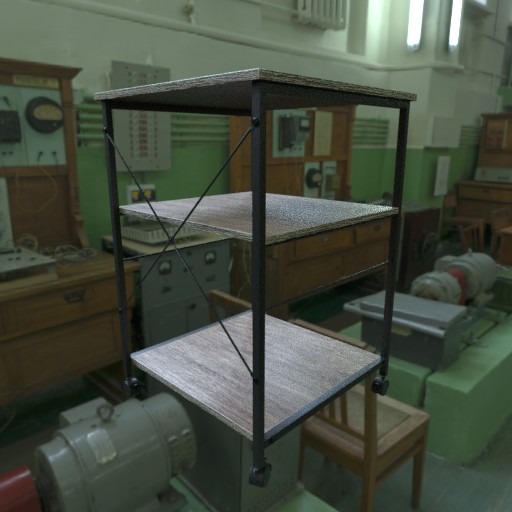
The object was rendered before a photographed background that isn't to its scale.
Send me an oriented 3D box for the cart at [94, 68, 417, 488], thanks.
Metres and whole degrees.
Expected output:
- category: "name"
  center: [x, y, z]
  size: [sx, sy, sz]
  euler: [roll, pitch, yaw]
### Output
- category: "cart"
  center: [0.000, 0.000, 1.103]
  size: [0.521, 0.762, 0.520]
  euler: [14, 20, 43]
